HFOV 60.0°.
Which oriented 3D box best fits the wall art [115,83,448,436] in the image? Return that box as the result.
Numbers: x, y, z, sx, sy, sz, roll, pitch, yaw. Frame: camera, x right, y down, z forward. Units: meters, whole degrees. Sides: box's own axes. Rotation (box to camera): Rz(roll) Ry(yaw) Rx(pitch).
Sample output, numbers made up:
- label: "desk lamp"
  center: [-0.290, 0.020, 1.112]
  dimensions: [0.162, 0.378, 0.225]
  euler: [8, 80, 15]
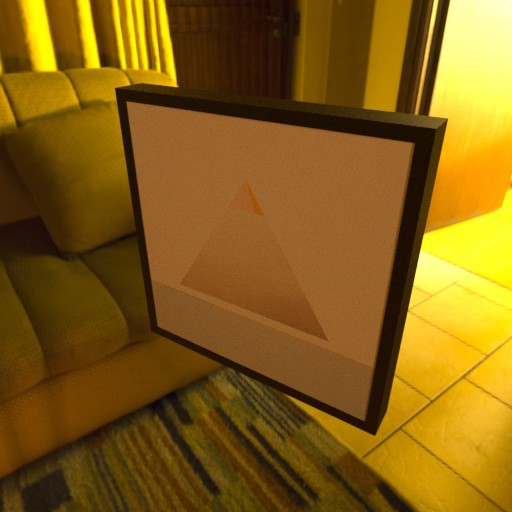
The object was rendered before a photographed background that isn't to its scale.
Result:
- label: "wall art"
  center: [0.000, 0.000, 0.451]
  dimensions: [0.304, 0.303, 0.037]
  euler: [17, 34, 28]
